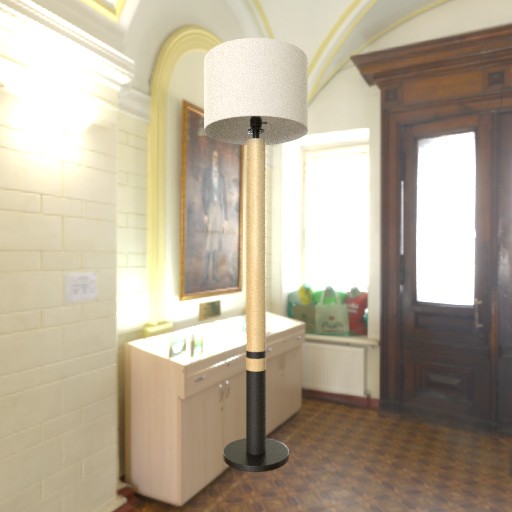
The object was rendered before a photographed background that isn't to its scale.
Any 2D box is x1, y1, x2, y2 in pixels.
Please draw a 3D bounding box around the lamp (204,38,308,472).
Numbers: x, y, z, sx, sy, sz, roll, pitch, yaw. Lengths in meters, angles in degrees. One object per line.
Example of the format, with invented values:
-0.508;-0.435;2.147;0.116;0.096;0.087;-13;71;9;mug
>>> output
0.000;0.000;1.639;0.381;1.478;0.381;0;0;-17;lamp
